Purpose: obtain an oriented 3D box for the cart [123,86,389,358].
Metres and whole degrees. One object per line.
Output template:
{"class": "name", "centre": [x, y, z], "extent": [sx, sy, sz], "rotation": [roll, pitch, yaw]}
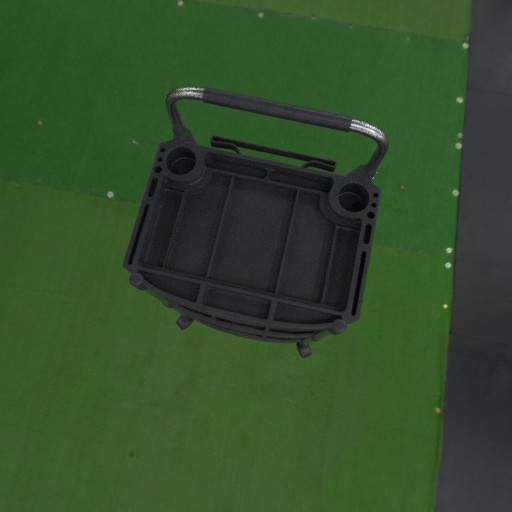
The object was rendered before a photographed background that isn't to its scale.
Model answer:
{"class": "cart", "centre": [0.000, 0.000, 1.396], "extent": [0.584, 1.075, 0.518], "rotation": [13, 77, 3]}
